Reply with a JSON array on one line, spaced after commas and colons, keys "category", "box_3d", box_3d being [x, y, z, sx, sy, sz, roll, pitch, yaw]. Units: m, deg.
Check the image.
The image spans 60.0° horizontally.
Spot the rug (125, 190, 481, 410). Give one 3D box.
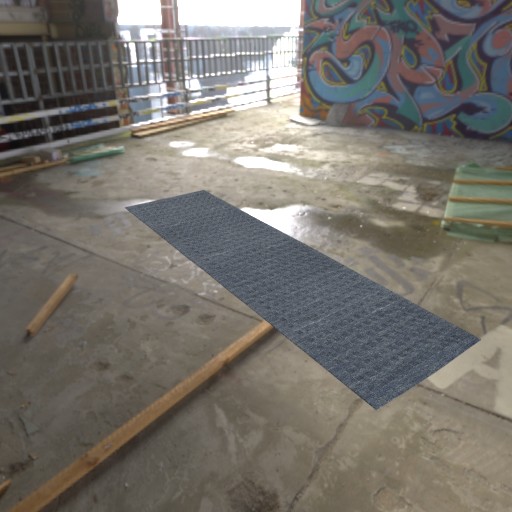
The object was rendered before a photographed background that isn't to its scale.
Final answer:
[{"category": "rug", "box_3d": [0.000, 0.000, 2.634, 0.688, 0.008, 2.443, -18, 33, -31]}]
